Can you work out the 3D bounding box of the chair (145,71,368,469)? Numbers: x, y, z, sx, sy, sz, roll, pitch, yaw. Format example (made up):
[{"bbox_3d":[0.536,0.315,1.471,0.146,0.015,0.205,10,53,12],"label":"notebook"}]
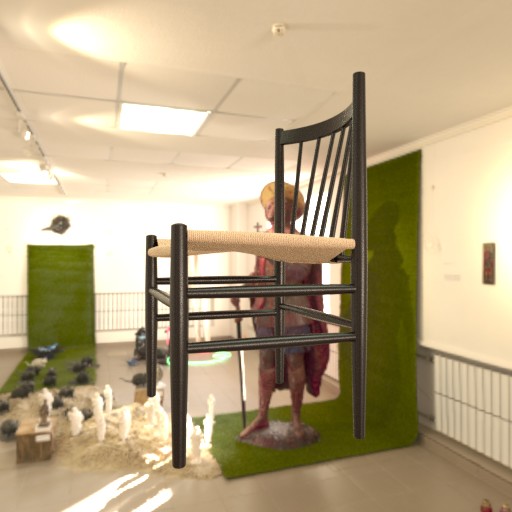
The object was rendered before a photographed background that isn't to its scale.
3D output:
[{"bbox_3d":[0.000,0.000,1.150,0.516,0.818,0.495,0,0,-20],"label":"chair"}]
